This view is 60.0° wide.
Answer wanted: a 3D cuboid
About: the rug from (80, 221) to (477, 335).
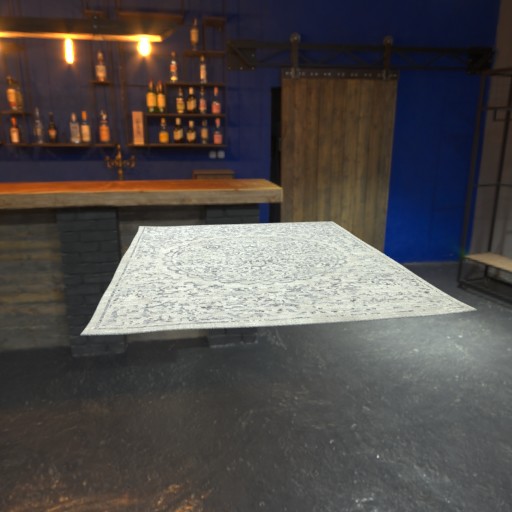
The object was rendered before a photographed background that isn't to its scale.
[{"bbox_3d":[0.000,0.000,3.950,2.343,0.026,2.925,-2,16,-8],"label":"rug"}]
